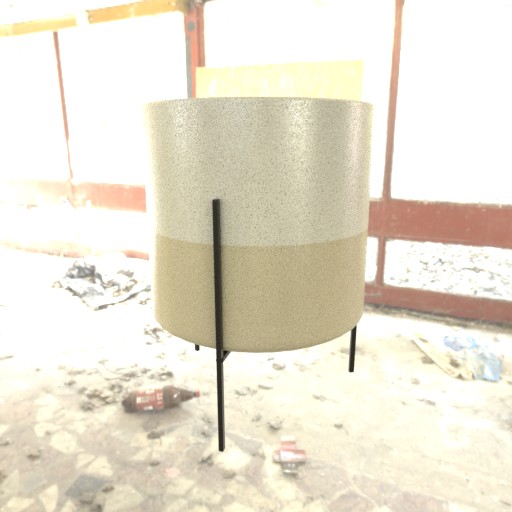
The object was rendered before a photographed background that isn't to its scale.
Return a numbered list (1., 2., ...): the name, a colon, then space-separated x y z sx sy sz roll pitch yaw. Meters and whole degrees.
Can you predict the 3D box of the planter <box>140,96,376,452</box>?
1. planter: 0.000 0.000 0.754 0.359 0.484 0.368 -14 21 -42
